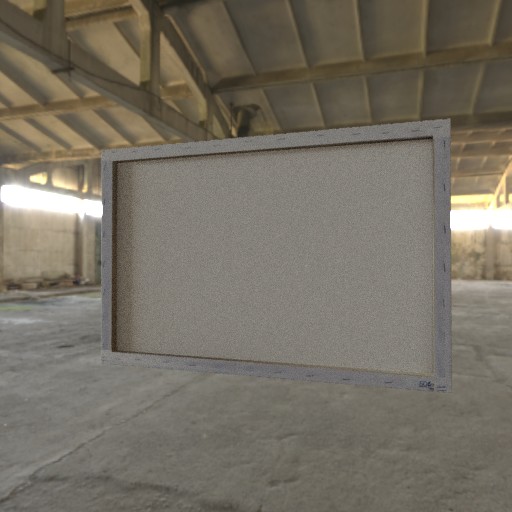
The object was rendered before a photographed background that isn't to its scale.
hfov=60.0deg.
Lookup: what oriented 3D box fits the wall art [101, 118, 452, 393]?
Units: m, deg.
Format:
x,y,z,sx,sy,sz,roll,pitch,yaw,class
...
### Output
x,y,z,sx,sy,sz,roll,pitch,yaw,class
0.000,0.000,1.415,1.143,0.757,0.038,0,-1,18,wall art
